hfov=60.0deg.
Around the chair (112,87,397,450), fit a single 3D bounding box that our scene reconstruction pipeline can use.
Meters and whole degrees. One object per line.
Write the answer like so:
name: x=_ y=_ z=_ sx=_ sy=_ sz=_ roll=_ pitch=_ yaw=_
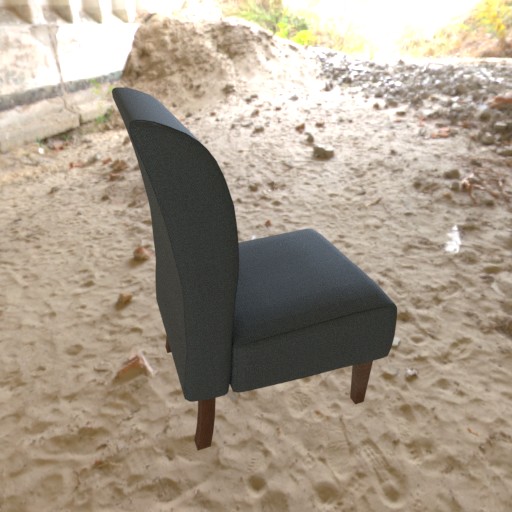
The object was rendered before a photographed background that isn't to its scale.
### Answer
chair: x=0.000 y=0.000 z=1.158 sx=0.592 sy=0.804 sz=0.513 roll=-10 pitch=30 yaw=-18
